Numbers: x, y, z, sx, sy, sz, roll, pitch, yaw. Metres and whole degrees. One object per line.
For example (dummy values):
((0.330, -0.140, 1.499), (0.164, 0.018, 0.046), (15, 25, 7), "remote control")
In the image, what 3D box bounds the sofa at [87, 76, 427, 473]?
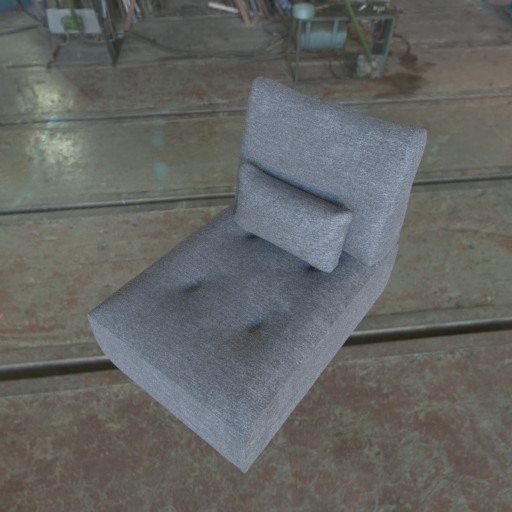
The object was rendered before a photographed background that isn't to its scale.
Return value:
((0.000, 0.000, 1.563), (0.700, 0.820, 1.000), (29, 52, 26), "sofa")
